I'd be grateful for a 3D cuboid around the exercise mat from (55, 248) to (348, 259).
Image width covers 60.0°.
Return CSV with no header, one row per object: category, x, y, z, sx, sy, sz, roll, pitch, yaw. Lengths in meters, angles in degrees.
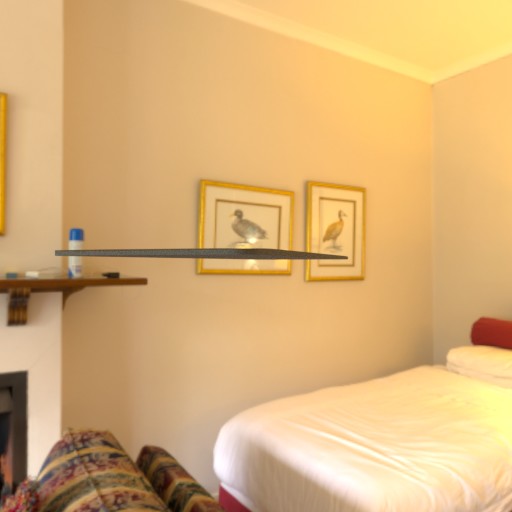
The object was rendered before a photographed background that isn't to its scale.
exercise mat,0.000,0.000,2.035,0.616,0.021,1.869,0,-1,19
